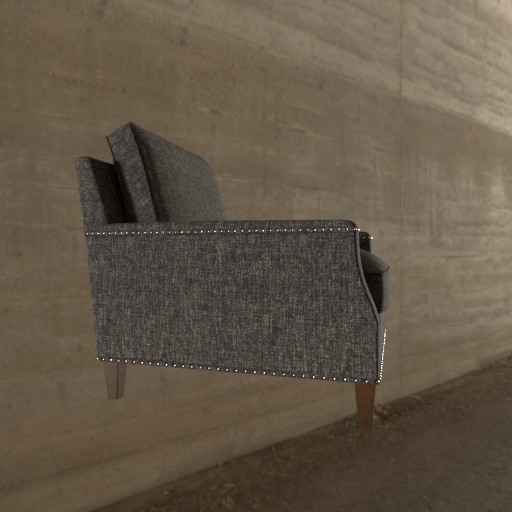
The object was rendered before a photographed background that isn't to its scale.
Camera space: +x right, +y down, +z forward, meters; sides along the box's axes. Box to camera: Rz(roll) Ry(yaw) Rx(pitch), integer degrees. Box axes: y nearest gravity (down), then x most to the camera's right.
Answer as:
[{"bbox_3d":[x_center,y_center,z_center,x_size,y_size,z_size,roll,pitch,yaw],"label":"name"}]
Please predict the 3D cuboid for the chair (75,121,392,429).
[{"bbox_3d":[0.000,0.000,1.733,1.014,0.943,0.853,0,1,17],"label":"chair"}]
